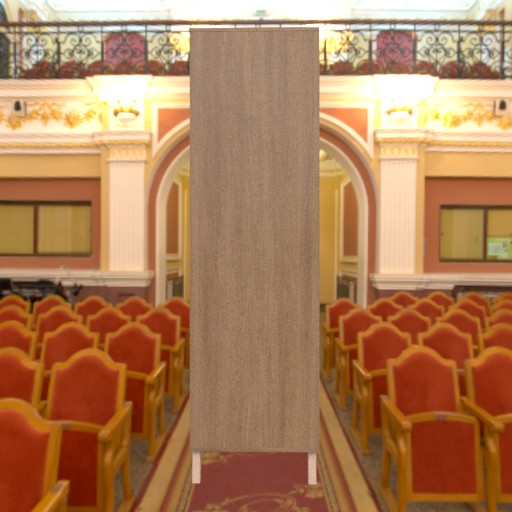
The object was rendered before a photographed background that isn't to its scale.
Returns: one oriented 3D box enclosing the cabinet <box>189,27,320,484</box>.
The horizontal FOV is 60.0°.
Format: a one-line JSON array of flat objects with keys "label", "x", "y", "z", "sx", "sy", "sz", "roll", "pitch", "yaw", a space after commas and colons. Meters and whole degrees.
[{"label": "cabinet", "x": 0.000, "y": 0.000, "z": 2.440, "sx": 0.571, "sy": 1.999, "sz": 1.006, "roll": 0, "pitch": 0, "yaw": 1}]
